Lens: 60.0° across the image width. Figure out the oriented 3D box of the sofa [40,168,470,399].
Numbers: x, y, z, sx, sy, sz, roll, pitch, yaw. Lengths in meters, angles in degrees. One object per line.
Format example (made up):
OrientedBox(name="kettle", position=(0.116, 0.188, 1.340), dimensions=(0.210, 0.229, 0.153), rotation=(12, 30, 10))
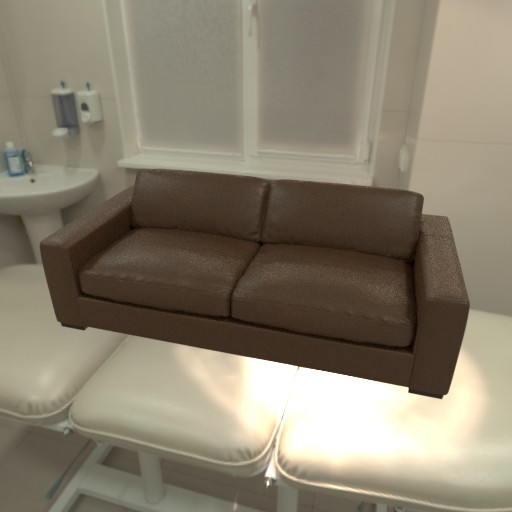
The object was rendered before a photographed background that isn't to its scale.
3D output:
OrientedBox(name="sofa", position=(0.000, 0.000, 2.714), dimensions=(2.262, 0.801, 1.070), rotation=(7, 28, 14))
